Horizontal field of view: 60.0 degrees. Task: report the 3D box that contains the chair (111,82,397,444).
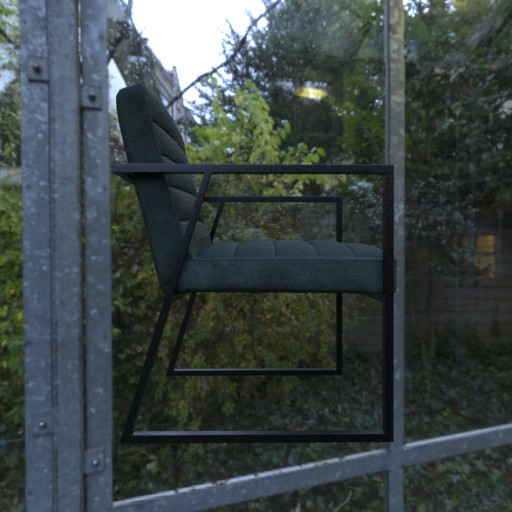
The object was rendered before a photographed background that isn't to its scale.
[{"bbox_3d":[0.000,0.000,1.272,0.677,0.833,0.571,0,0,-1],"label":"chair"}]
